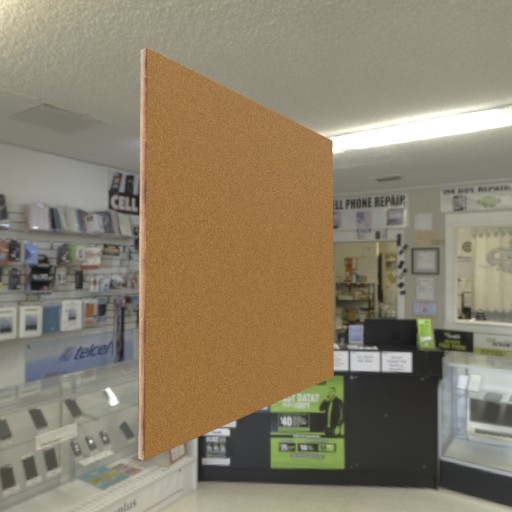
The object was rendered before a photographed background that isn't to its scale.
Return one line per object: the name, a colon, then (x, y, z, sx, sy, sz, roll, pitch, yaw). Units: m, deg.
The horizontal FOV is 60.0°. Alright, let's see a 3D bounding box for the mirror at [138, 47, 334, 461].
mirror: (0.000, 0.000, 1.203, 0.061, 0.804, 0.804, -1, -2, 36)
